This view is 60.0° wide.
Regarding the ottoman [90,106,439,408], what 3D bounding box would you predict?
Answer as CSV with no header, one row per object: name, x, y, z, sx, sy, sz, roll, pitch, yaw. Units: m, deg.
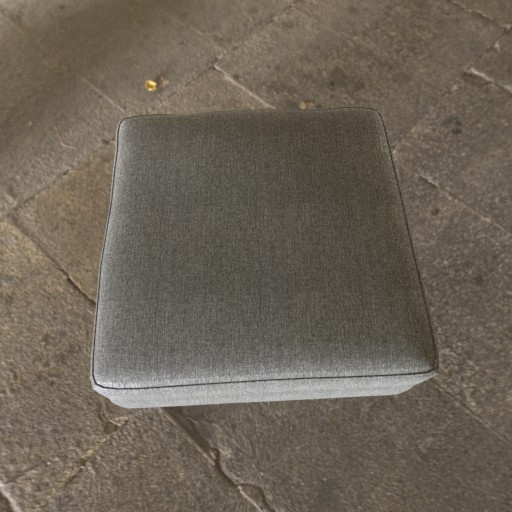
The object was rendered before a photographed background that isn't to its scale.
ottoman,0.000,0.000,1.353,0.838,0.481,0.838,-3,64,-1
